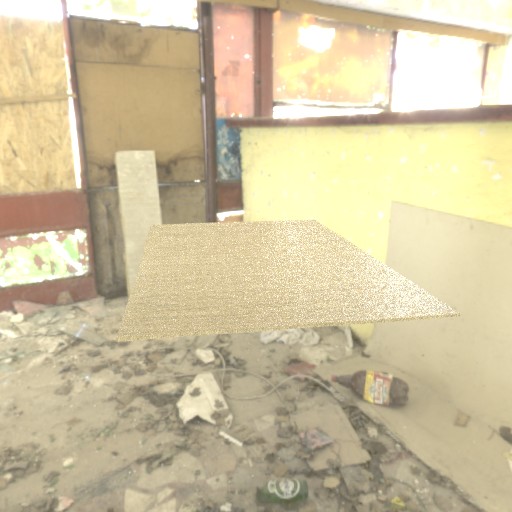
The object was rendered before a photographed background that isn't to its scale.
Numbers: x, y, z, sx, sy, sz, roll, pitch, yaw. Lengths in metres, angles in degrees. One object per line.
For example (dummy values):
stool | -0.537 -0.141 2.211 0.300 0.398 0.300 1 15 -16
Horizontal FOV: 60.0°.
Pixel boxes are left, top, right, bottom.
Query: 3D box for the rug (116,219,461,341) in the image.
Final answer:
rug | 0.000 0.000 3.002 1.532 0.018 2.297 -3 16 -9
